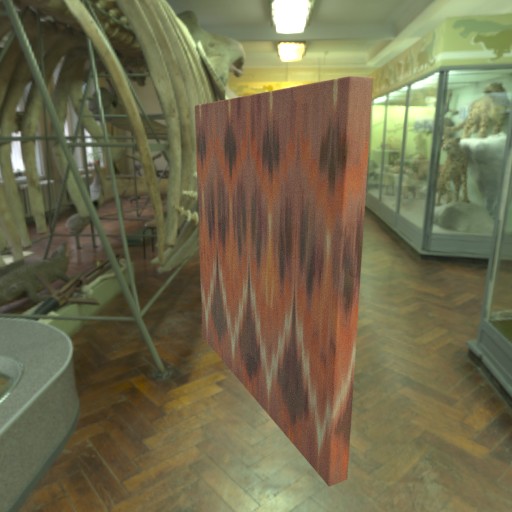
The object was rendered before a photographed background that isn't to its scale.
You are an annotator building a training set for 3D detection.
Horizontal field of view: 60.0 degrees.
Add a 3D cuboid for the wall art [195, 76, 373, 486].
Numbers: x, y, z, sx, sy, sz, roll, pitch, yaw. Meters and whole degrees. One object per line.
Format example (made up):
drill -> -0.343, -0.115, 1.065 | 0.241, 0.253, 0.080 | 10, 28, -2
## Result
wall art -> 0.000, 0.000, 0.892 | 0.037, 0.609, 0.603 | -7, 17, -25
